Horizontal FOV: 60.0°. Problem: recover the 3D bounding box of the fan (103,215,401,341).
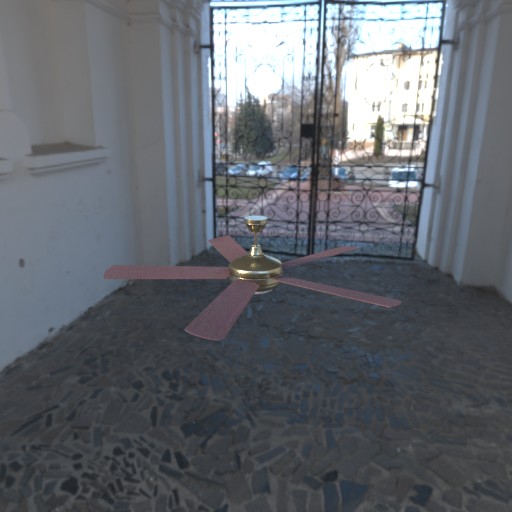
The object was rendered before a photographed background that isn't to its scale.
[{"bbox_3d":[0.000,0.000,2.038,1.321,0.356,1.321,8,18,24],"label":"fan"}]
